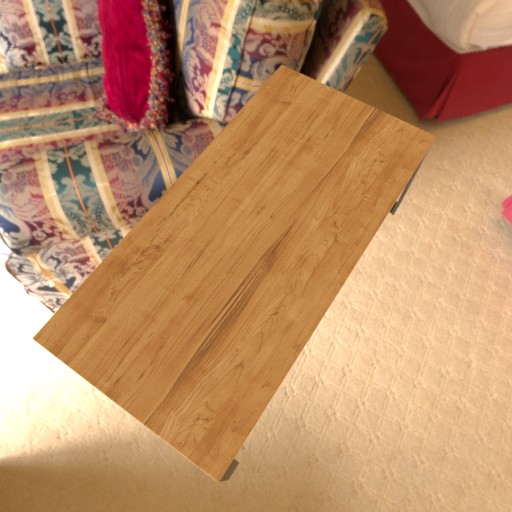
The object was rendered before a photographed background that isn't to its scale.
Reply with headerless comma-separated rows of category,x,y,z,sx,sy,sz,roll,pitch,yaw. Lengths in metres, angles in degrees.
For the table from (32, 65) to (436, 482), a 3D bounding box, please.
table,0.000,0.000,1.444,0.590,0.400,1.180,31,68,14
